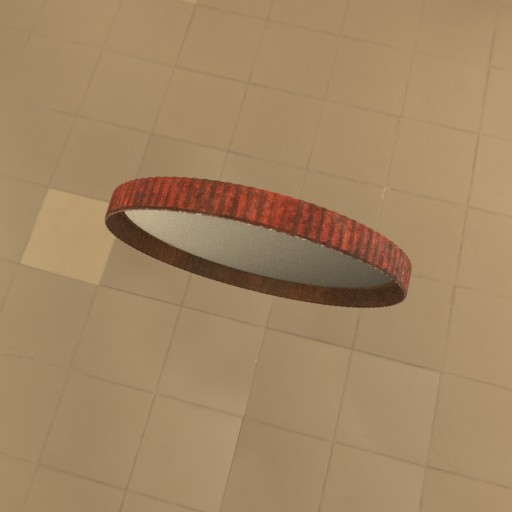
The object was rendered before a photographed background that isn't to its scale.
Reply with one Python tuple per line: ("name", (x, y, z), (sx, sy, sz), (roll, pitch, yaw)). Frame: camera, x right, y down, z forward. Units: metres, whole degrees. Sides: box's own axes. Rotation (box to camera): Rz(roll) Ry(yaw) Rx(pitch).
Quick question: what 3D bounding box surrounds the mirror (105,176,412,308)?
("mirror", (0.000, 0.000, 0.919), (0.609, 0.609, 0.056), (14, 77, 3))
